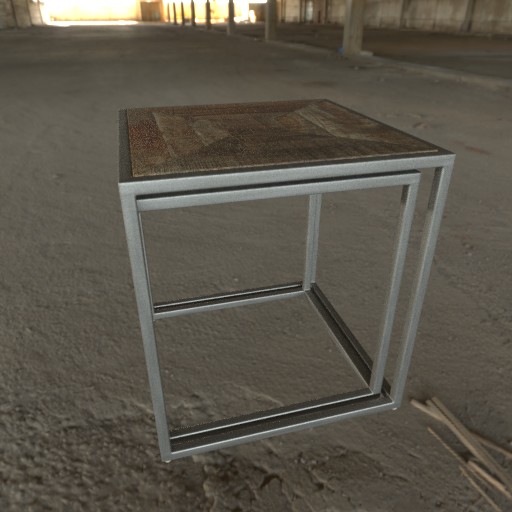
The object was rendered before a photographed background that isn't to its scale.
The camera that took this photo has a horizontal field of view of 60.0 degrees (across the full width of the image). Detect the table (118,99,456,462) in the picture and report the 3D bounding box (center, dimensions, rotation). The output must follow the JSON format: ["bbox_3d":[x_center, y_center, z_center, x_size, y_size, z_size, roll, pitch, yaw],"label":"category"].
[{"bbox_3d":[0.000,0.000,0.865,0.449,0.500,0.450,-8,30,-13],"label":"table"}]
